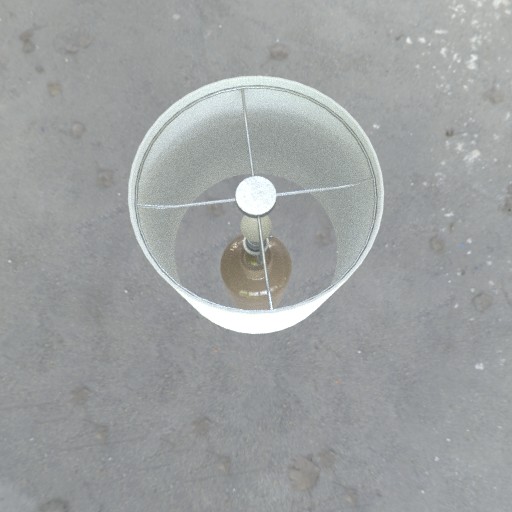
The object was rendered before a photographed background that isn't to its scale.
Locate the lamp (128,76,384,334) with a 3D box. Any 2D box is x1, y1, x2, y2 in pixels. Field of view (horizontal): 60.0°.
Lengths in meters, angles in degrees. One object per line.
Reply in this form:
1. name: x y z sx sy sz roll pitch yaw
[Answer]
1. lamp: 0.000 0.000 0.581 0.207 0.461 0.207 -7 76 -2
